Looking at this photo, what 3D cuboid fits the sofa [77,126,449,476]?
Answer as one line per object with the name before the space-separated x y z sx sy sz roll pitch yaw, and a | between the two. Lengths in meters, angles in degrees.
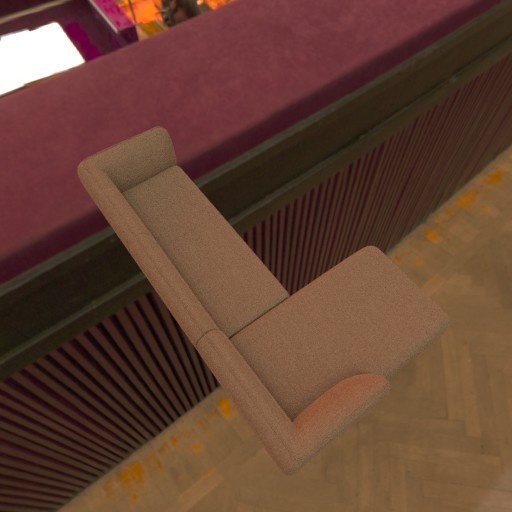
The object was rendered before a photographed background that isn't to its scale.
sofa | 0.000 0.000 3.321 1.532 0.693 2.653 -32 64 -18
